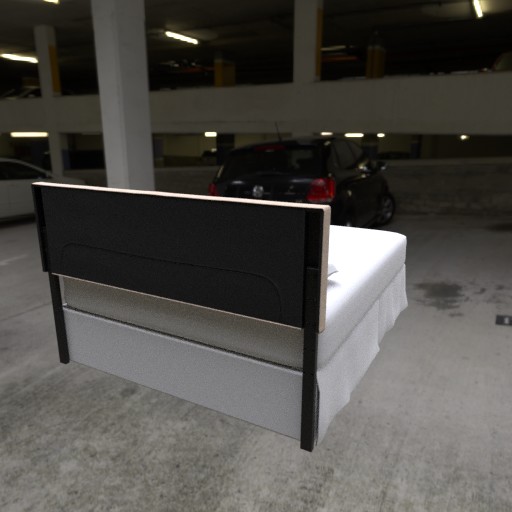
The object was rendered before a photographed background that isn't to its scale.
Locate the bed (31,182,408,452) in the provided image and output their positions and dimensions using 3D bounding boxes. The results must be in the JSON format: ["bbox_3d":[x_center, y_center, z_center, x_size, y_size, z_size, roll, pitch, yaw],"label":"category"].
[{"bbox_3d":[0.000,0.000,2.808,1.616,1.016,1.876,8,18,28],"label":"bed"}]
